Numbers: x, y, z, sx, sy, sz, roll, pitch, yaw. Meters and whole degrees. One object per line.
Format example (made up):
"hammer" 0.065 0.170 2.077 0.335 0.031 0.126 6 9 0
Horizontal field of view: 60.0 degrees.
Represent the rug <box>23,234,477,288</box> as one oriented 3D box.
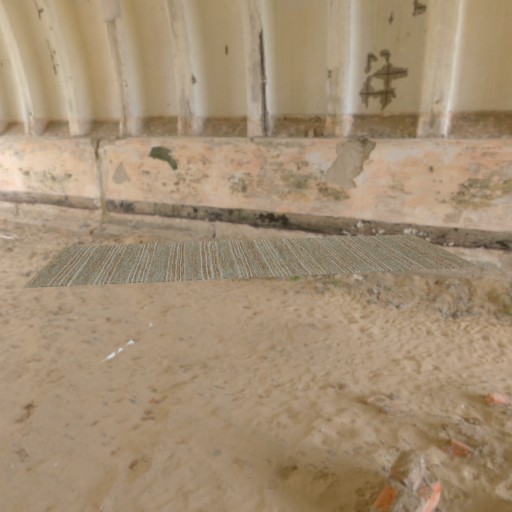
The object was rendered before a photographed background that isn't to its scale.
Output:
"rug" 0.000 0.000 2.722 2.438 0.006 0.783 -2 17 -8
